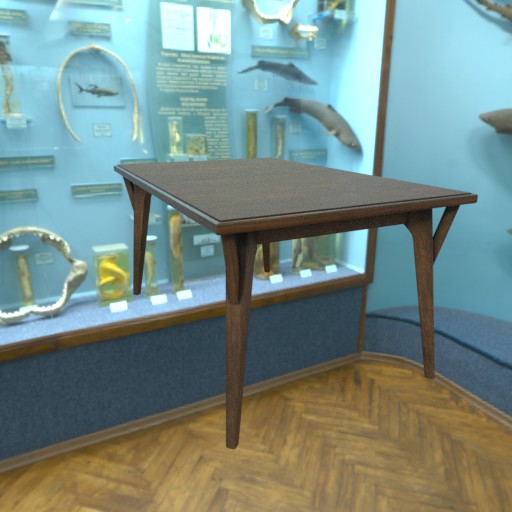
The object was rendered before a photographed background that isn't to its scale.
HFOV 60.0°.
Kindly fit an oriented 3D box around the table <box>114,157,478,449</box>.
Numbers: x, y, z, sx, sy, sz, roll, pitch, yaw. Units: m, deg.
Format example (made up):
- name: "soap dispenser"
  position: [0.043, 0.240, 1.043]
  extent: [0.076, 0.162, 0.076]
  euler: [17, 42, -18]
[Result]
- name: "table"
  position: [0.000, 0.000, 2.115]
  extent: [0.990, 0.761, 1.524]
  euler: [-9, 20, -25]
